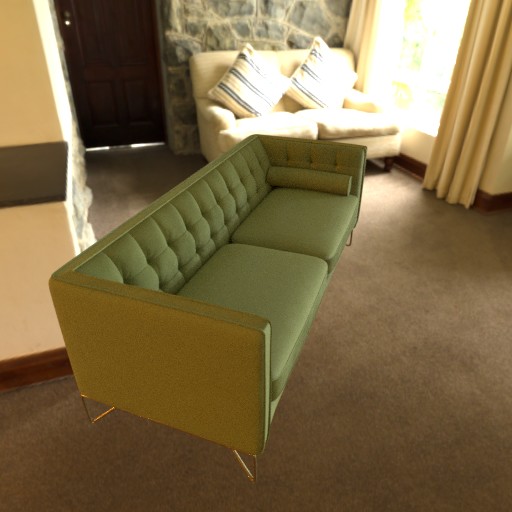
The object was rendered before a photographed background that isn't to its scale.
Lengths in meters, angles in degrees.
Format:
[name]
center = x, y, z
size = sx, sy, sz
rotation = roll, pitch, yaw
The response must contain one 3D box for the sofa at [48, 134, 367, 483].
[sofa]
center = 0.000, 0.000, 2.481
size = 0.867, 0.789, 2.087
rotation = 11, 32, 18
